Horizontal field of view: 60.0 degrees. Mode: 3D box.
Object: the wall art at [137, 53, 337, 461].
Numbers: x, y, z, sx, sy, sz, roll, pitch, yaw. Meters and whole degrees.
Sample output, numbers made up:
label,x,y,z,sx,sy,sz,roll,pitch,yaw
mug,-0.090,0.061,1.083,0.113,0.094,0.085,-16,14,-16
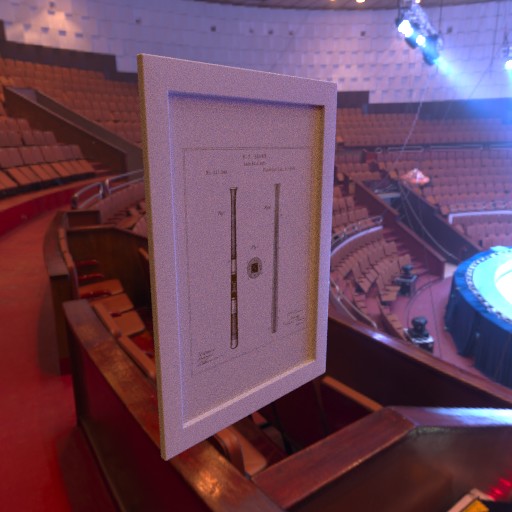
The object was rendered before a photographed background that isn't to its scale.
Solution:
label,x,y,z,sx,sy,sz,roll,pitch,yaw
wall art,0.000,0.000,0.620,0.329,0.482,0.011,-13,19,-42
